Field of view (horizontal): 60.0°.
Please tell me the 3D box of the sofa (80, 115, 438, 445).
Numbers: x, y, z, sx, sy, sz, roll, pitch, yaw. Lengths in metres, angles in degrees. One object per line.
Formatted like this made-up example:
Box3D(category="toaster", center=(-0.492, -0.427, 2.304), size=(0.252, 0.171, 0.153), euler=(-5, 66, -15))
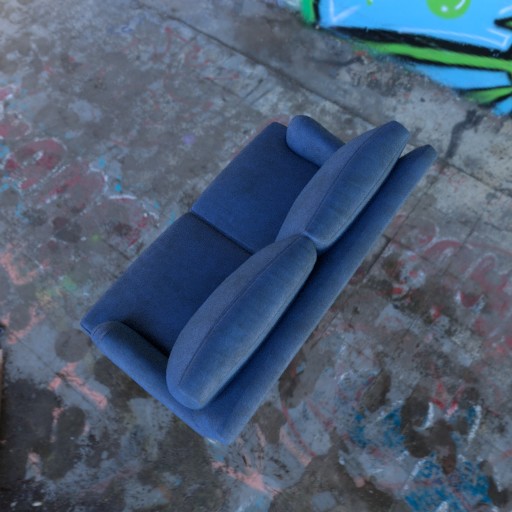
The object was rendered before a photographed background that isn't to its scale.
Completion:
Box3D(category="sofa", center=(0.000, 0.000, 2.540), size=(1.084, 1.101, 1.853), euler=(34, 68, 16))
